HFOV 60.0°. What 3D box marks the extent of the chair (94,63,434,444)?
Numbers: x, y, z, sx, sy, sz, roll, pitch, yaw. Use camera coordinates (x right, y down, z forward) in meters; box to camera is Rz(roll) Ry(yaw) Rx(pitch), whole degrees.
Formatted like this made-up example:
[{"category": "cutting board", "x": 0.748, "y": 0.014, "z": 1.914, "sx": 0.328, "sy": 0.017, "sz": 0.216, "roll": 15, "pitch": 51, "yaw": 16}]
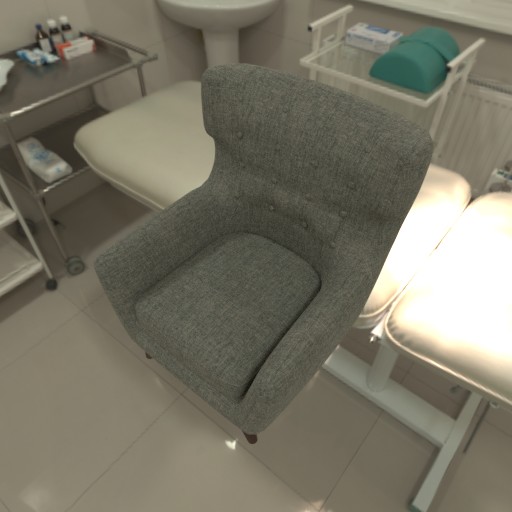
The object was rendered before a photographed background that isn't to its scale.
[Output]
[{"category": "chair", "x": 0.000, "y": 0.000, "z": 1.697, "sx": 0.878, "sy": 1.063, "sz": 0.904, "roll": 31, "pitch": 54, "yaw": 26}]
